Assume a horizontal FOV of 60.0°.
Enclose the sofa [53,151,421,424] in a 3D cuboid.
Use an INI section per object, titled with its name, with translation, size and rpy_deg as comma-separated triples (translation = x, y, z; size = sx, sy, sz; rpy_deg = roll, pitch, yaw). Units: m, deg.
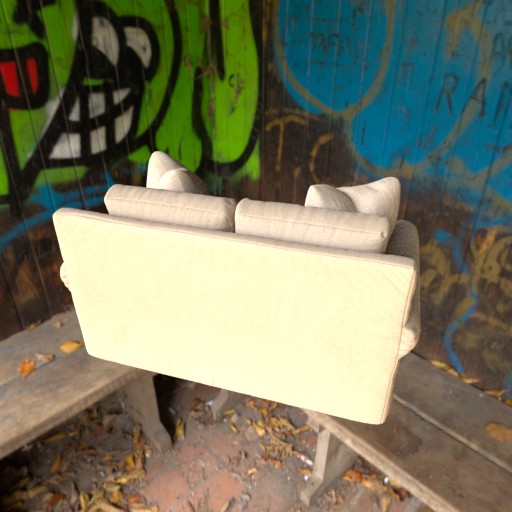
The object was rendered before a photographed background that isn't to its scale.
[sofa]
translation = 0.000, 0.000, 2.229
size = 1.550, 0.905, 1.070
rpy_deg = 9, 32, 15
